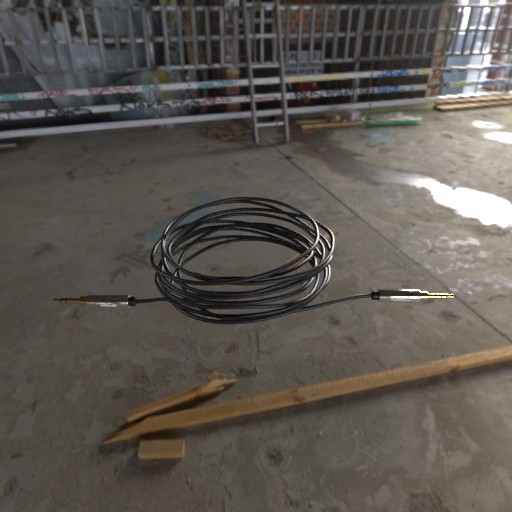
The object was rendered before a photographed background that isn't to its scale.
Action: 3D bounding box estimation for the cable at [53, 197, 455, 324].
[{"bbox_3d":[0.000,0.000,0.502,0.432,0.069,0.198,1,31,1],"label":"cable"}]
